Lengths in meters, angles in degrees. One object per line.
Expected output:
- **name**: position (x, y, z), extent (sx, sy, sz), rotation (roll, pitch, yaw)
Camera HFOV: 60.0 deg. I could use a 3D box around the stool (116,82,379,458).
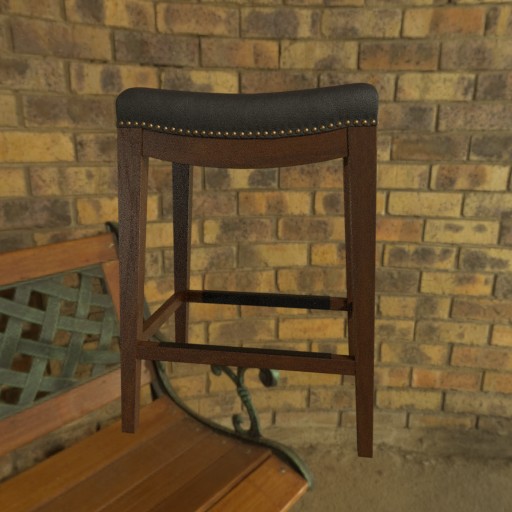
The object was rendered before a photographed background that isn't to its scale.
- **stool**: position (0.000, 0.000, 0.940), extent (0.490, 0.664, 0.353), rotation (2, 14, 9)
